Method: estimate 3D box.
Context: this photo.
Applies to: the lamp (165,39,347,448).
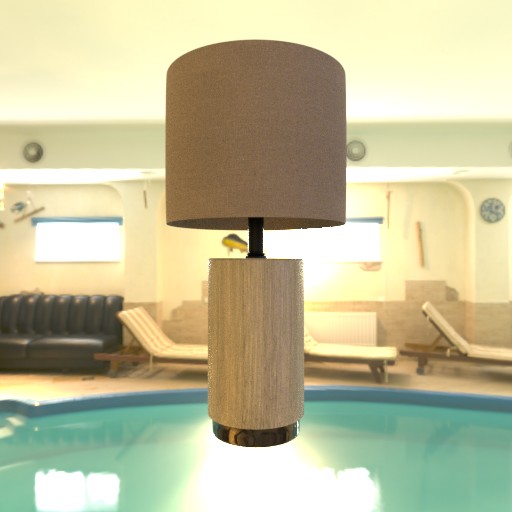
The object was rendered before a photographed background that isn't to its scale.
[{"bbox_3d":[0.000,0.000,0.568,0.228,0.444,0.228,0,0,-18],"label":"lamp"}]
